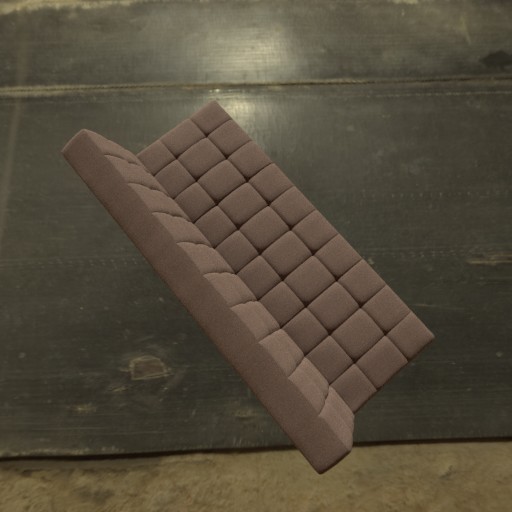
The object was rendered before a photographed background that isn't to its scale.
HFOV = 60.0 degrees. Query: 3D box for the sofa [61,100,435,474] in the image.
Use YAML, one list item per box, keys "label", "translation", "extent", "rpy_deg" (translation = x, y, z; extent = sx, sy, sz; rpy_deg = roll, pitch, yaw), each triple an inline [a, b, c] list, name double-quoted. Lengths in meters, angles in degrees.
- label: "sofa"
  translation: [0.000, 0.000, 2.261]
  extent: [0.860, 0.810, 1.800]
  rpy_deg: [-39, 79, -9]
